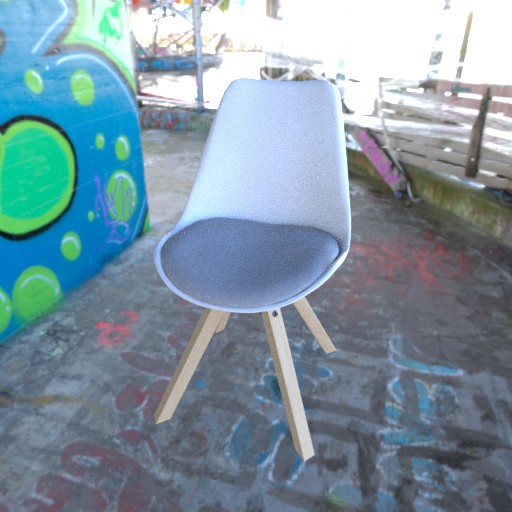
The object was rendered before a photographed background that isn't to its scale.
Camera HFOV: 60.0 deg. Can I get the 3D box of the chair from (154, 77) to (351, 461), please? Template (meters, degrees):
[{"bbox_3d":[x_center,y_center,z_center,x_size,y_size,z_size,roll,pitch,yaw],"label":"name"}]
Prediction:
[{"bbox_3d":[0.000,0.000,1.199,0.485,0.850,0.550,8,28,15],"label":"chair"}]
